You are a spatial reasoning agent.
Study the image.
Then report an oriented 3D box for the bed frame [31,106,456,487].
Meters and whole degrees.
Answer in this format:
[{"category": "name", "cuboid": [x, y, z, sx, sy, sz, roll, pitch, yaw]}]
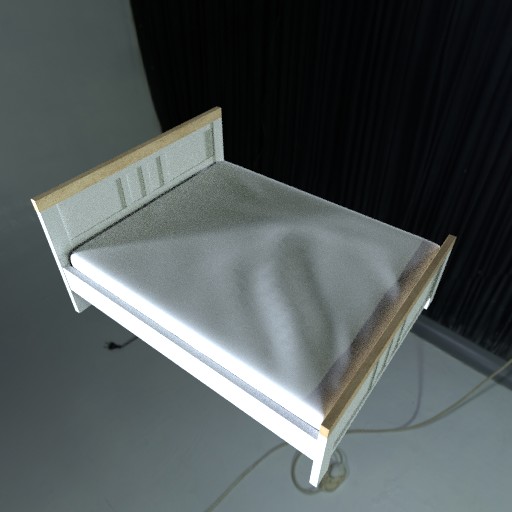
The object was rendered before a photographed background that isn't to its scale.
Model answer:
[{"category": "bed frame", "cuboid": [0.000, 0.000, 2.961, 2.050, 0.980, 1.670, 26, 48, 27]}]
